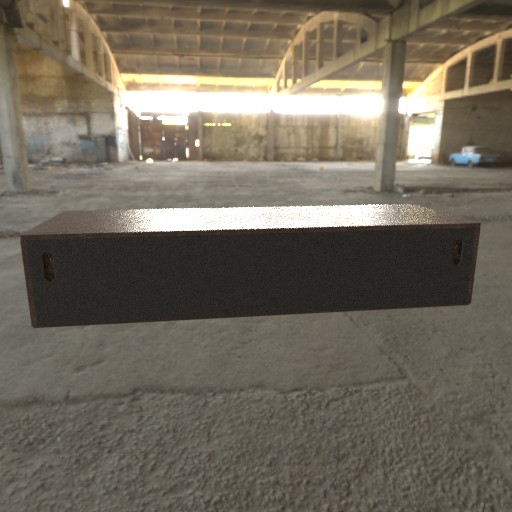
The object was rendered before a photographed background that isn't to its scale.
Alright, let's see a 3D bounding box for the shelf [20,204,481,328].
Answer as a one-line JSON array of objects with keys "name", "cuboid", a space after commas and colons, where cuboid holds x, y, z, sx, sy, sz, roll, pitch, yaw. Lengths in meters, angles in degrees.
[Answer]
[{"name": "shelf", "cuboid": [0.000, 0.000, 0.692, 0.610, 0.125, 0.200, -2, 14, -8]}]
